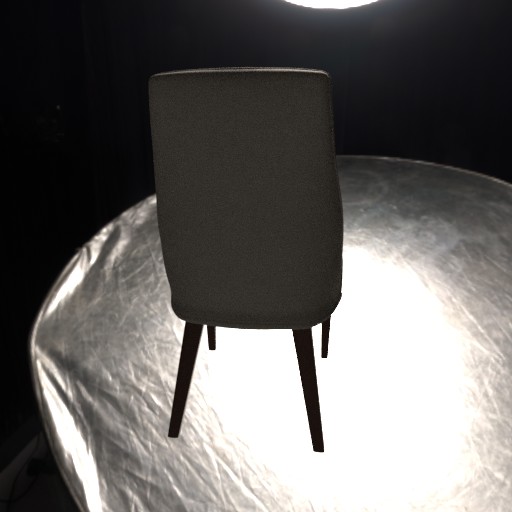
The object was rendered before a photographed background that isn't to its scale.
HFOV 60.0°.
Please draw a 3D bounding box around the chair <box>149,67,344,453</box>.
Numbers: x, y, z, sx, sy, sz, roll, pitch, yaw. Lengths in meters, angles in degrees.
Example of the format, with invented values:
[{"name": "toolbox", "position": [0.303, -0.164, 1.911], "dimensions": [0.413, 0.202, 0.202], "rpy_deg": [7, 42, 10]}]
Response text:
[{"name": "chair", "position": [0.000, 0.000, 1.265], "dimensions": [0.500, 0.930, 0.620], "rpy_deg": [2, 16, 8]}]
